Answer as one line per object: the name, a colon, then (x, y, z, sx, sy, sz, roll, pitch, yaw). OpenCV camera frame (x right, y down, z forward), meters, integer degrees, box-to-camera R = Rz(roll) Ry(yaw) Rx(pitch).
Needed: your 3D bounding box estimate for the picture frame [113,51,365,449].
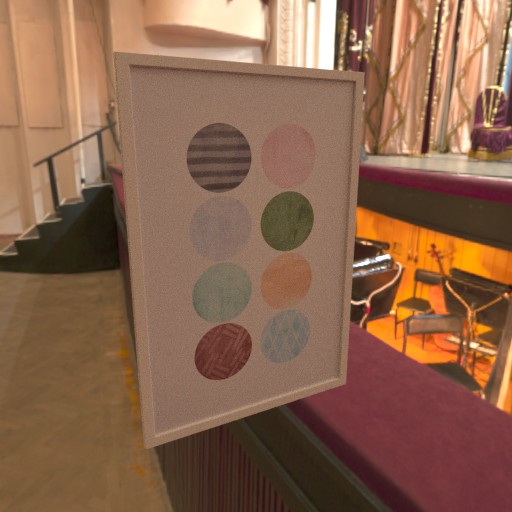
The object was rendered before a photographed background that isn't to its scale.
picture frame: (0.000, 0.000, 0.818, 0.457, 0.657, 0.013, -8, 17, -27)
